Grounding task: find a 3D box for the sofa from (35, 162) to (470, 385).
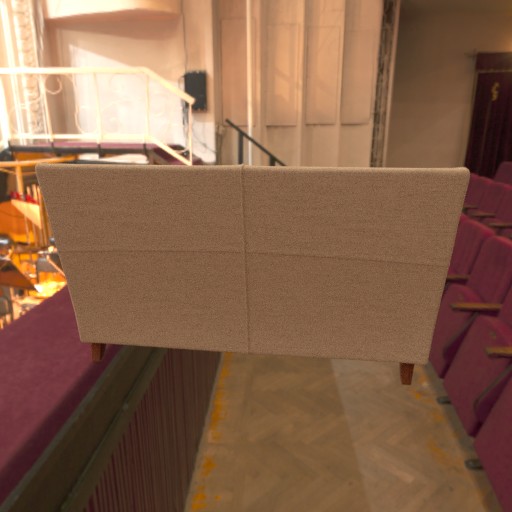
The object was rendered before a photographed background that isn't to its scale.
[{"bbox_3d":[0.000,0.000,2.020,1.482,0.892,0.891,2,17,7],"label":"sofa"}]
